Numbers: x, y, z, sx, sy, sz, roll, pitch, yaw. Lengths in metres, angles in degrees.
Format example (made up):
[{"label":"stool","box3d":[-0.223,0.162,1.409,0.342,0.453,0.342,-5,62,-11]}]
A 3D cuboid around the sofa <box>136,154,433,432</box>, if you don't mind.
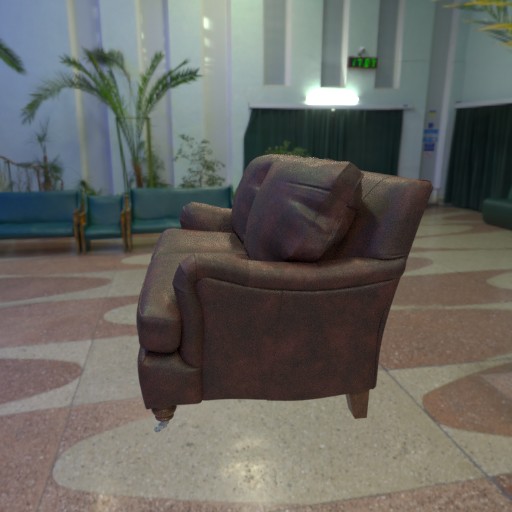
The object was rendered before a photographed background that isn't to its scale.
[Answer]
[{"label":"sofa","box3d":[0.000,0.000,2.409,1.148,1.070,1.628,-2,14,-8]}]
